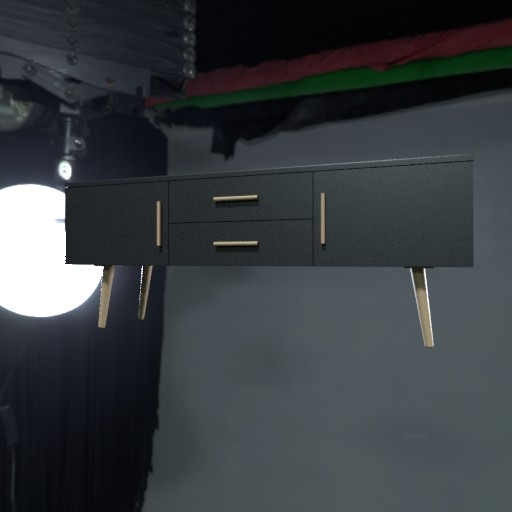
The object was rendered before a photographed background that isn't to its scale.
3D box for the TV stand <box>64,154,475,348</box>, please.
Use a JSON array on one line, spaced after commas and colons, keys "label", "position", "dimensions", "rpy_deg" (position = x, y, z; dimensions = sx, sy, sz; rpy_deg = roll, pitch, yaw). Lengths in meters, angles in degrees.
[{"label": "TV stand", "position": [0.000, 0.000, 1.519], "dimensions": [1.312, 0.518, 0.390], "rpy_deg": [0, -1, 19]}]
